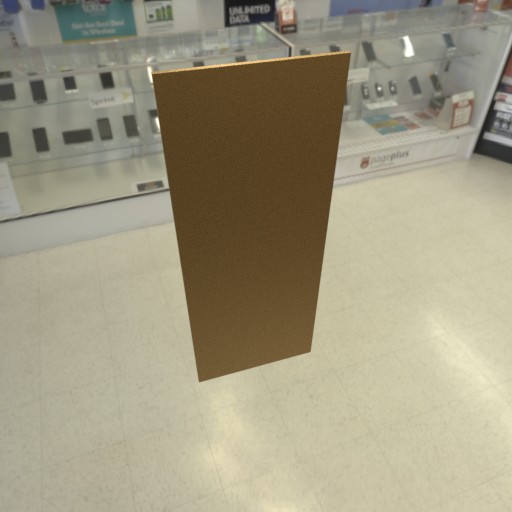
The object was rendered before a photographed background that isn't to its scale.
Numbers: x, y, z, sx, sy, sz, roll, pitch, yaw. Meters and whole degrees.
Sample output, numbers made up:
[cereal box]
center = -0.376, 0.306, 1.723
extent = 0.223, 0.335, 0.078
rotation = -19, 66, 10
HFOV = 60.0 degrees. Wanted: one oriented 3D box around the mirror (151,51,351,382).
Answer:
[mirror]
center = 0.000, 0.000, 2.409
extent = 0.812, 2.031, 0.025
rotation = -12, 43, -13
